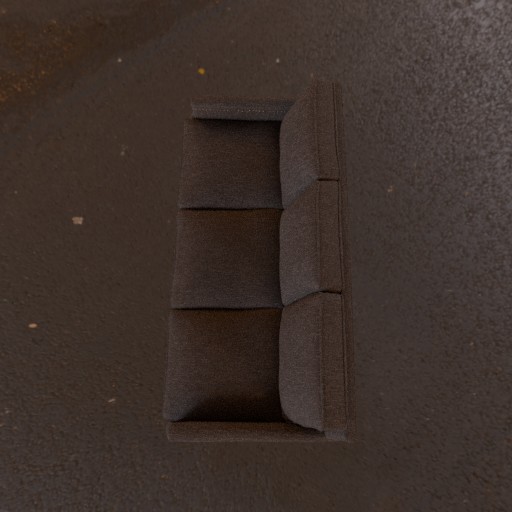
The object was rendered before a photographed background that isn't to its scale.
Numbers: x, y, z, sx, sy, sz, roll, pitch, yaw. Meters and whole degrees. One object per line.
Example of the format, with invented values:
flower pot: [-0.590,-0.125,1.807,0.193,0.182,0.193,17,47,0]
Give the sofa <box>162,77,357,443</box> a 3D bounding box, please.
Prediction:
sofa: [0.000,0.000,2.881,1.084,1.003,2.246,1,73,0]
